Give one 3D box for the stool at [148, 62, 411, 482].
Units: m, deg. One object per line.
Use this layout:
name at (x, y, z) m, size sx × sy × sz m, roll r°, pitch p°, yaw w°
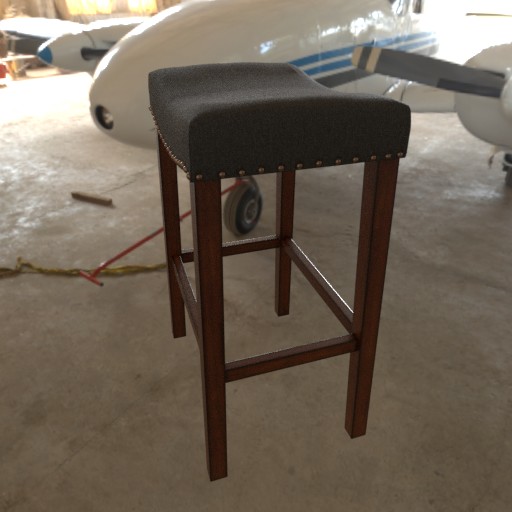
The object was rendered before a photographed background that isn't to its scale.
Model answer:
stool at (0.000, 0.000, 0.987) m, size 0.366 × 0.748 × 0.502 m, roll -10°, pitch 32°, yaw -16°
